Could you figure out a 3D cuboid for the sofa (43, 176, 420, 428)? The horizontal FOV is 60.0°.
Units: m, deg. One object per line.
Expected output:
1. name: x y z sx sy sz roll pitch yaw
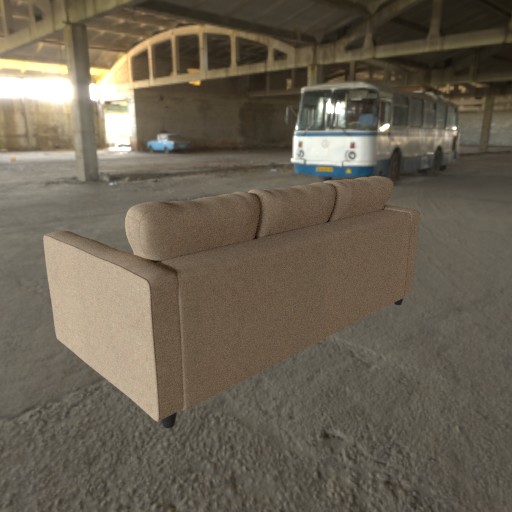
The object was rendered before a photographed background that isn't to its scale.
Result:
1. sofa: 0.000 0.000 2.385 1.855 0.800 0.930 -15 22 -42
